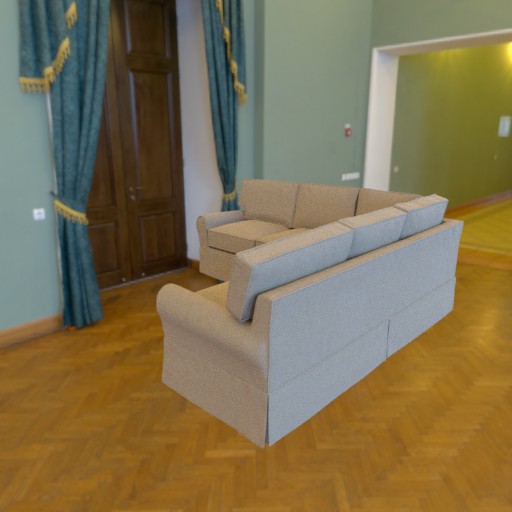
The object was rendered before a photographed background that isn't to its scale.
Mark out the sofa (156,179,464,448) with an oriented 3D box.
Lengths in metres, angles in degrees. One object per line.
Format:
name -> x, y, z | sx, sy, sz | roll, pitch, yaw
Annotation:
sofa -> 0.000, 0.000, 4.104 | 2.730, 1.124, 2.733 | 15, 22, 41
